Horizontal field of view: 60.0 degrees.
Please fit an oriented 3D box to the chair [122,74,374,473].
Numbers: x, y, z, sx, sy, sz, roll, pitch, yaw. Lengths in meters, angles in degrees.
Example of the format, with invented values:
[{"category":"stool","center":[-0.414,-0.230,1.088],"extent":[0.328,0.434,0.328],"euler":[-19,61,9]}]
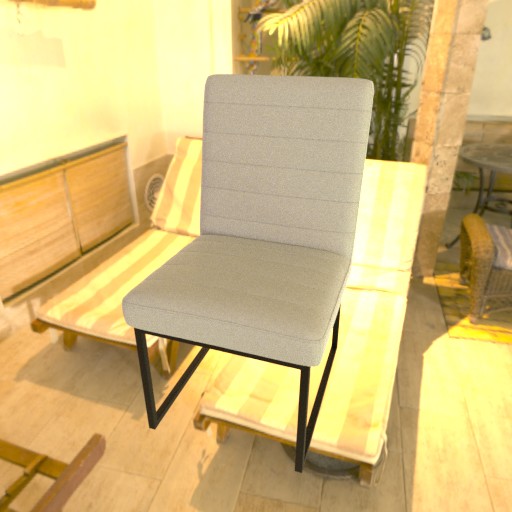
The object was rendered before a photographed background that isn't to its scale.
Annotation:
[{"category":"chair","center":[0.000,0.000,1.283],"extent":[0.520,0.930,0.634],"euler":[9,28,17]}]
